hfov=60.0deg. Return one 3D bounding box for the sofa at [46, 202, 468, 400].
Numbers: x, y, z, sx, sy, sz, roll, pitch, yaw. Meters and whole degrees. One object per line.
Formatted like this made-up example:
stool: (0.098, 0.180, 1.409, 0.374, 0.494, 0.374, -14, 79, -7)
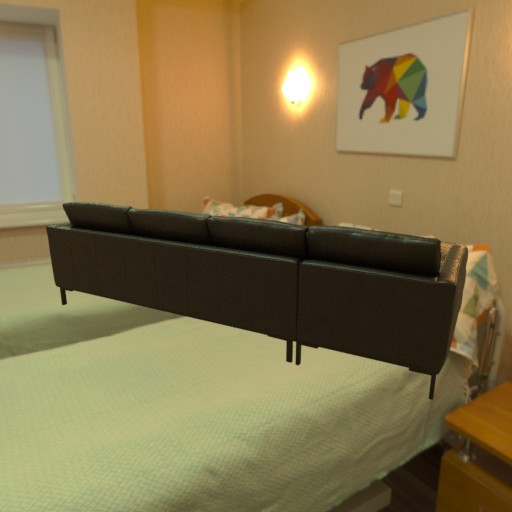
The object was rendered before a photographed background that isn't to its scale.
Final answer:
sofa: (0.000, 0.000, 3.492, 2.993, 0.859, 1.471, 8, 17, 27)
